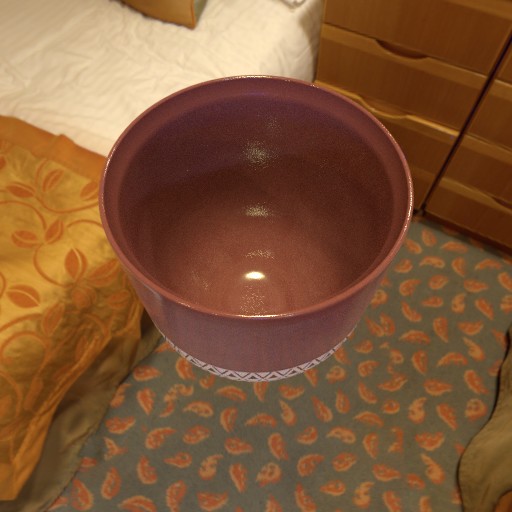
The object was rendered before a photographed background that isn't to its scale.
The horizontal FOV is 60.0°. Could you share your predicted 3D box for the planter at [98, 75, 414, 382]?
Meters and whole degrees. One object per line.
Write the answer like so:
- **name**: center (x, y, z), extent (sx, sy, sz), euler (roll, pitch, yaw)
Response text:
- **planter**: center (0.000, 0.000, 0.493), extent (0.266, 0.270, 0.266), euler (0, 59, 0)
